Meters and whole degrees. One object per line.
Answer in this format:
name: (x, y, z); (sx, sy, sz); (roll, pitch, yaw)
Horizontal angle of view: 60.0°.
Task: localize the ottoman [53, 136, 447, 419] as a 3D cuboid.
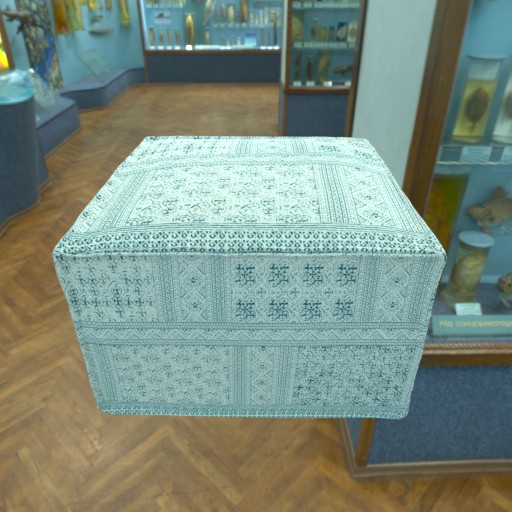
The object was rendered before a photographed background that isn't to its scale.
ottoman: (0.000, 0.000, 1.030); (0.626, 0.439, 0.617); (1, 31, 1)
